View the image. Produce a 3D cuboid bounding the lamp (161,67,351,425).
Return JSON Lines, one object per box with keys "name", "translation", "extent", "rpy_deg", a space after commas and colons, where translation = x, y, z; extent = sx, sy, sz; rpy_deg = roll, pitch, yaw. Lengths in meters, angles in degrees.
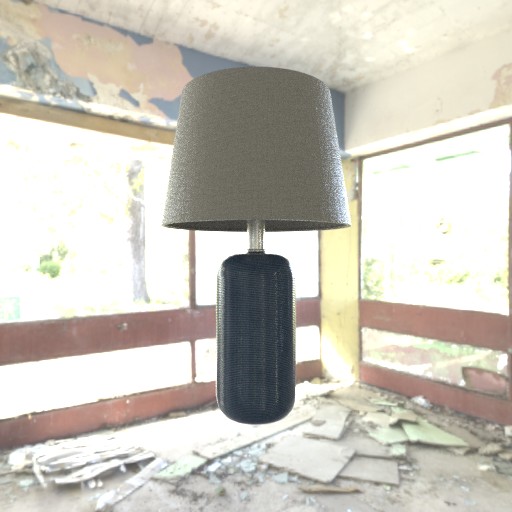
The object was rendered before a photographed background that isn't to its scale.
{"name": "lamp", "translation": [0.000, 0.000, 0.600], "extent": [0.253, 0.428, 0.253], "rpy_deg": [0, 0, 0]}
